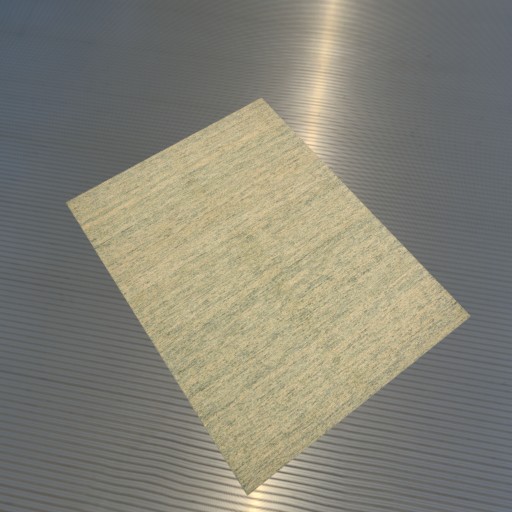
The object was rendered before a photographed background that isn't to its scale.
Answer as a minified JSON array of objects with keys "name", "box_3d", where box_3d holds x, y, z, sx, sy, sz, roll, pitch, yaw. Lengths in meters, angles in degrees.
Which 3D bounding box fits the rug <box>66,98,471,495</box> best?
[{"name":"rug","box_3d":[0.000,0.000,4.218,2.437,0.014,3.201,-33,69,-14]}]
